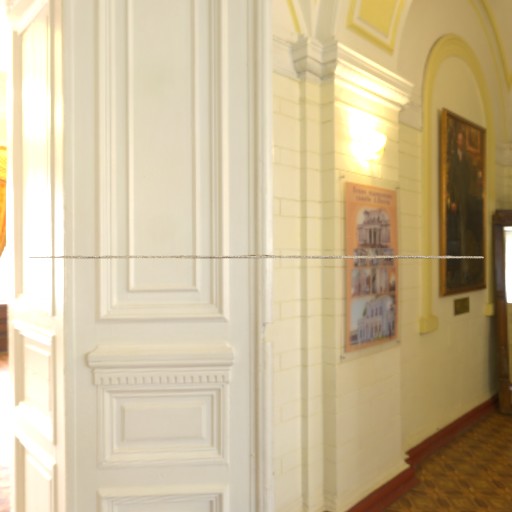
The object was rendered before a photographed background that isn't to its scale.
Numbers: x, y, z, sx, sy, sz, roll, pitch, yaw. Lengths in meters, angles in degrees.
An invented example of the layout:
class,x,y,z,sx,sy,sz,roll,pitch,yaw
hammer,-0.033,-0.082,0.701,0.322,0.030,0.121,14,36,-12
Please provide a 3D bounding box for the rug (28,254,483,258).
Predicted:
class,x,y,z,sx,sy,sz,roll,pitch,yaw
rug,0.000,0.000,3.336,2.455,0.025,1.964,0,0,1
